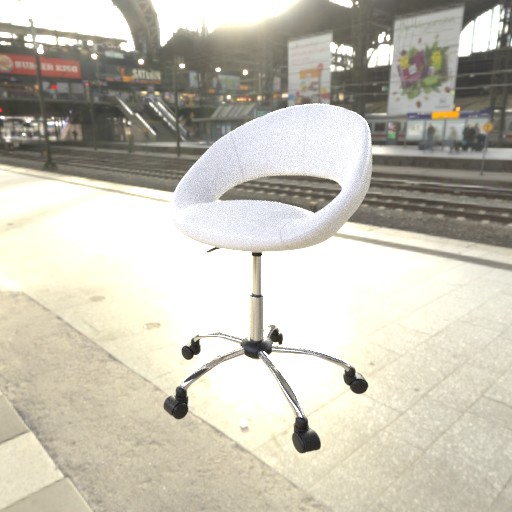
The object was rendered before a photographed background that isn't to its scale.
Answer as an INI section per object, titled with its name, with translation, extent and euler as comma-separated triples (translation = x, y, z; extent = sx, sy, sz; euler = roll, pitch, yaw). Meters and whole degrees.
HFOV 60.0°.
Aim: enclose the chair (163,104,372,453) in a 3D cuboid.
[chair]
translation = 0.000, 0.000, 1.191
extent = 0.612, 0.791, 0.538
euler = 15, 21, 42
